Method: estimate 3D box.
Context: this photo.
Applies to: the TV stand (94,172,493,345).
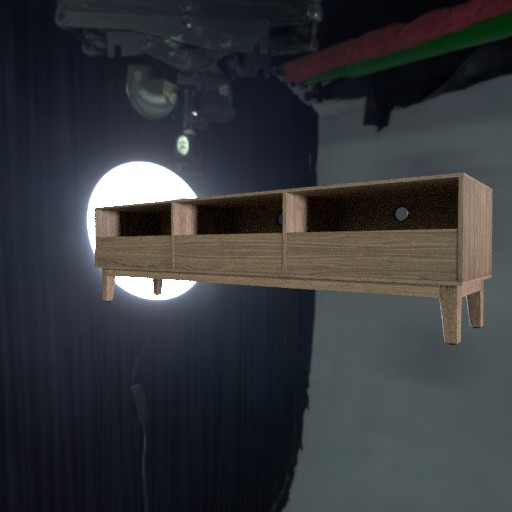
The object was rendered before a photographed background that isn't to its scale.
[{"bbox_3d":[0.000,0.000,1.620,1.482,0.409,0.366,1,1,37],"label":"TV stand"}]
